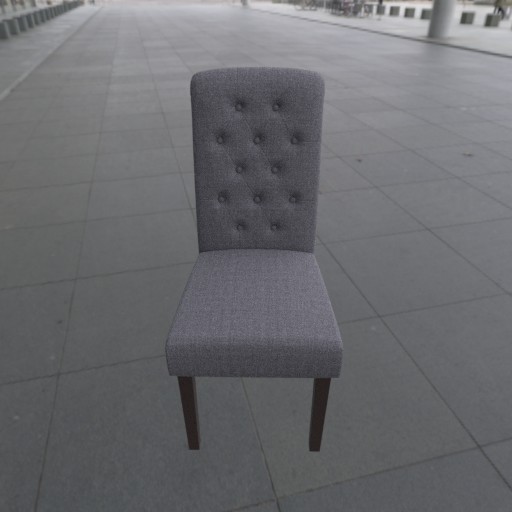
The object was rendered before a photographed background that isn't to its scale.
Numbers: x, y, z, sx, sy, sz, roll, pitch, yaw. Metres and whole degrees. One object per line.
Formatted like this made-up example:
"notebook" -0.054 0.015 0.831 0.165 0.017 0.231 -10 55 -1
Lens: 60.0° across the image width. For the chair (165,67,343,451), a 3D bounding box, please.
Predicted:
"chair" 0.000 0.000 1.371 0.456 1.006 0.671 0 31 1
